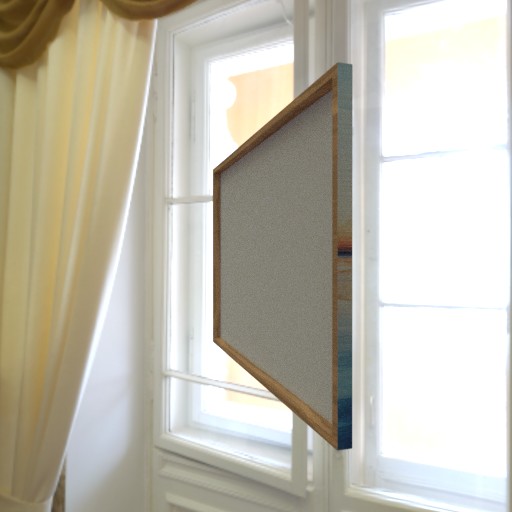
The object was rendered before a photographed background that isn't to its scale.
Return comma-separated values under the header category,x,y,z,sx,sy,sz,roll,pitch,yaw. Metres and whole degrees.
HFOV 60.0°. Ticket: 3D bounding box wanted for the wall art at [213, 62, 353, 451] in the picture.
category,x,y,z,sx,sy,sz,roll,pitch,yaw
wall art,0.000,0.000,1.407,0.034,0.756,1.137,0,0,-18
